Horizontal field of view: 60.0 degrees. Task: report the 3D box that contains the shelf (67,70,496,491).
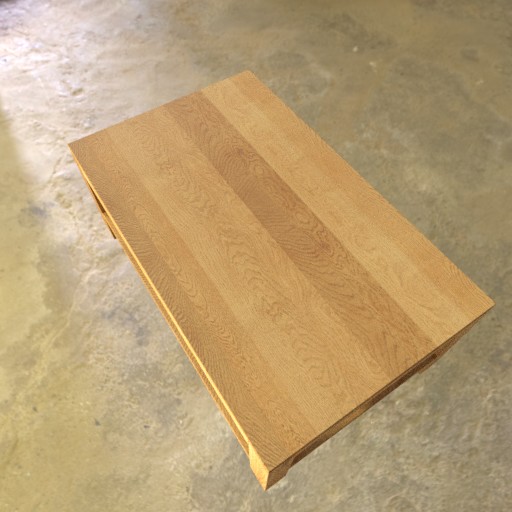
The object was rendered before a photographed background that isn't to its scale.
[{"bbox_3d":[0.000,0.000,1.467,0.700,0.450,1.150,-29,62,-17],"label":"shelf"}]
